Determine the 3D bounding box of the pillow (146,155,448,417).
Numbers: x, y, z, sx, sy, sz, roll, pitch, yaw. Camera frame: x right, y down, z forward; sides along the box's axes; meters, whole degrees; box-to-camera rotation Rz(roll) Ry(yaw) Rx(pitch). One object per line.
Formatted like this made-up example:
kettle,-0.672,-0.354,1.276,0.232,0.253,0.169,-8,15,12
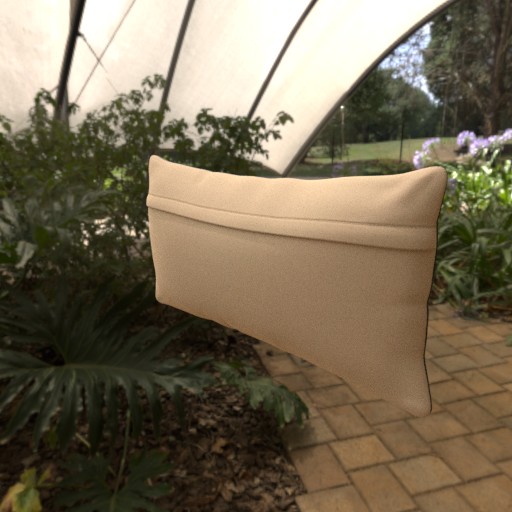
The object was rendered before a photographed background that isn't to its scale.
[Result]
pillow,0.000,0.000,0.711,0.148,0.307,0.604,-13,19,-43
